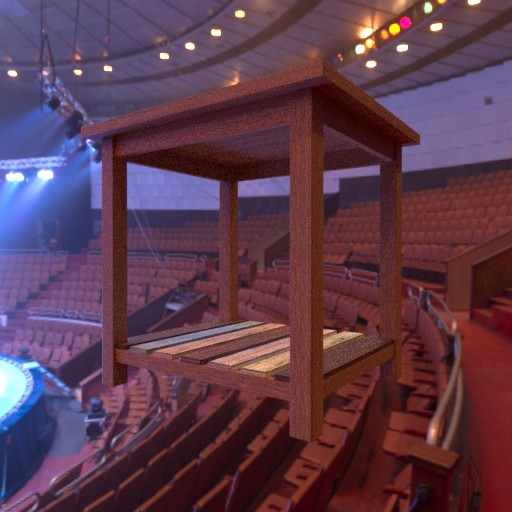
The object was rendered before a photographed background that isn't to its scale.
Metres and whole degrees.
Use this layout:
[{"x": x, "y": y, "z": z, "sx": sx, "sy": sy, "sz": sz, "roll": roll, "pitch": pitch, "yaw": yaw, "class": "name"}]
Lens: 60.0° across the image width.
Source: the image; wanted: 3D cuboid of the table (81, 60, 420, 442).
[{"x": 0.000, "y": 0.000, "z": 1.130, "sx": 0.660, "sy": 0.635, "sz": 0.559, "roll": 0, "pitch": 1, "yaw": 35, "class": "table"}]
